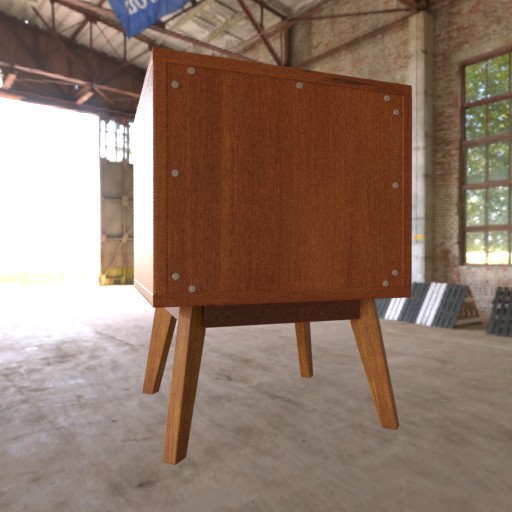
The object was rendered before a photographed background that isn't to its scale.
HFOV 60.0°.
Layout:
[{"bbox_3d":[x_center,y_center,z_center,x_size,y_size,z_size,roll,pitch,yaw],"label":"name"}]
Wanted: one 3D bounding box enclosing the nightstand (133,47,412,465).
[{"bbox_3d":[0.000,0.000,0.915,0.460,0.618,0.411,0,1,-19],"label":"nightstand"}]
